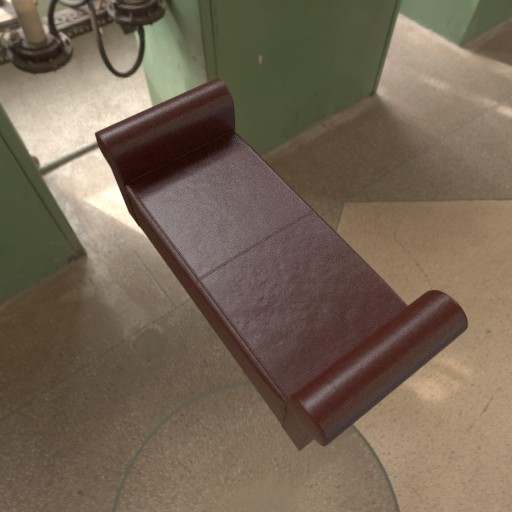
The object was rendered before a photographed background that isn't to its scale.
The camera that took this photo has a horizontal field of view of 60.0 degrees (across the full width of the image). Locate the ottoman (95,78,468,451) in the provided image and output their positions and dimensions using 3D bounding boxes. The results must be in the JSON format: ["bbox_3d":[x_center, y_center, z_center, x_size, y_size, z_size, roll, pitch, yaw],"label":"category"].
[{"bbox_3d":[0.000,0.000,1.566,0.521,0.547,1.256,-32,63,-18],"label":"ottoman"}]
